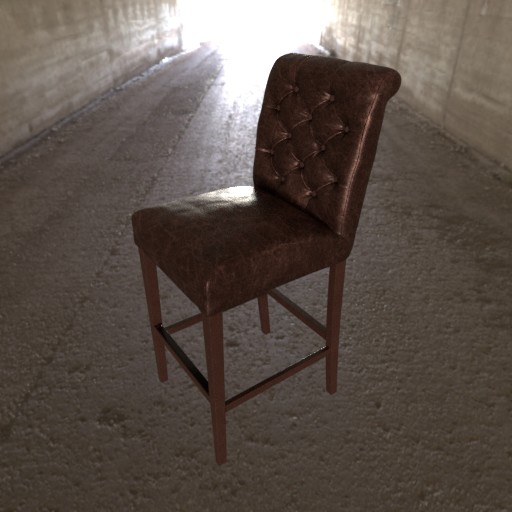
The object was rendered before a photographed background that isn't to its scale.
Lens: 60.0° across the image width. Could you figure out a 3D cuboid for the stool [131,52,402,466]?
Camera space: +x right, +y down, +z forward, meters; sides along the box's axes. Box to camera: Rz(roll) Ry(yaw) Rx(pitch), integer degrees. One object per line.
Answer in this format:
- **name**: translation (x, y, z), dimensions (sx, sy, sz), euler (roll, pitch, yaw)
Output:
- **stool**: translation (0.000, 0.000, 1.471), dimensions (0.659, 1.168, 0.483), euler (-20, 36, -30)
